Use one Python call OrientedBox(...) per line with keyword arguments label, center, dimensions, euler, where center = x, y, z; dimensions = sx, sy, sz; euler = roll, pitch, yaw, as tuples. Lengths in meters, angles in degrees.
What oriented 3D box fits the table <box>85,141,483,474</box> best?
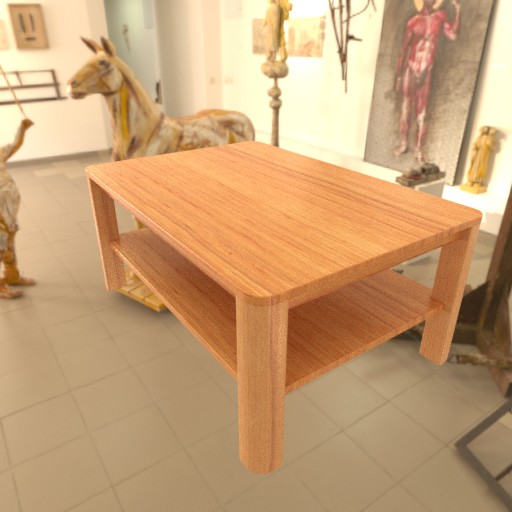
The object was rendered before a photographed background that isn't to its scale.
OrientedBox(label="table", center=(0.000, 0.000, 1.366), dimensions=(0.696, 0.445, 0.997), euler=(-18, 32, -31))
